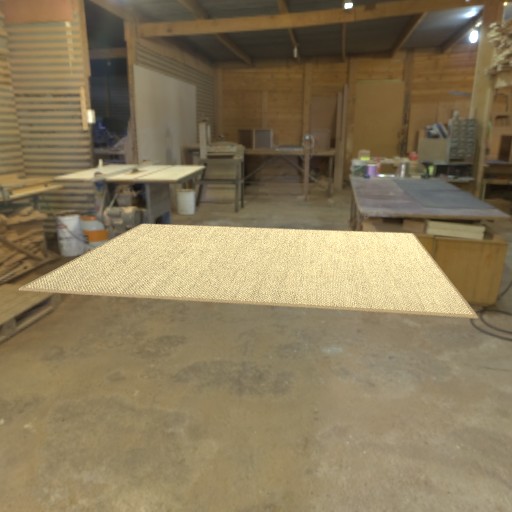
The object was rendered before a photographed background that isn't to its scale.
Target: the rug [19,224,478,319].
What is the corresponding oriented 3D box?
[{"bbox_3d":[0.000,0.000,2.710,2.115,0.013,1.517,3,17,9],"label":"rug"}]
